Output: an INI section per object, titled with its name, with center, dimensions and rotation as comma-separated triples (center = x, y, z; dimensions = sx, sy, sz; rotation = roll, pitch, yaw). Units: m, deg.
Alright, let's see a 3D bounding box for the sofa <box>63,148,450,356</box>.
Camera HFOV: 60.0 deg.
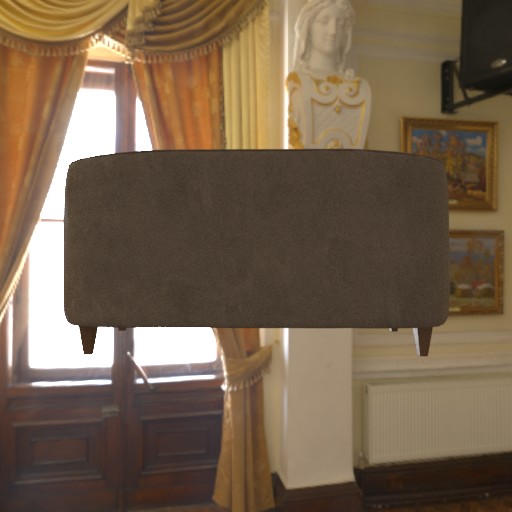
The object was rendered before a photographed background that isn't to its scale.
[sofa]
center = 0.000, 0.000, 2.240
dimensions = 1.733, 0.855, 0.941
rotation = 0, -1, 1
